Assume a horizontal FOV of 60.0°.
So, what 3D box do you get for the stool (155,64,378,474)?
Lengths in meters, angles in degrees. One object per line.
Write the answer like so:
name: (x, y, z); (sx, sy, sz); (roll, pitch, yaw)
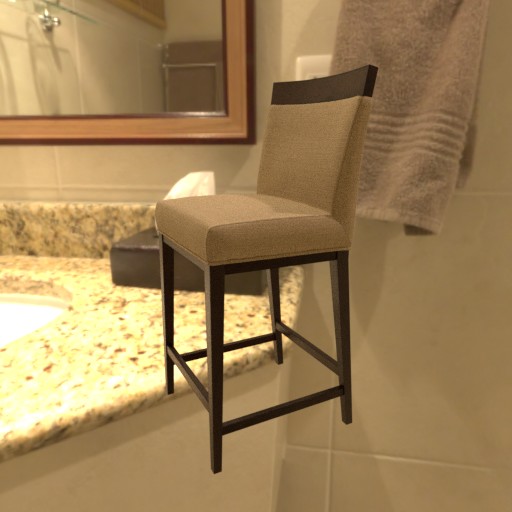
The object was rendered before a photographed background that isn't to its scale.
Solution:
stool: (0.000, 0.000, 1.437); (0.531, 1.117, 0.511); (-8, 18, -27)
